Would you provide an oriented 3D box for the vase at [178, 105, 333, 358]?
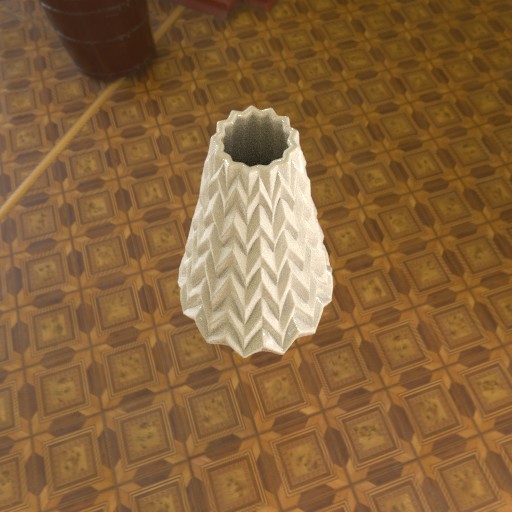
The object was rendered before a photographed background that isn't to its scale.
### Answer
[{"bbox_3d":[0.000,0.000,0.423,0.167,0.328,0.167,0,64,0],"label":"vase"}]
